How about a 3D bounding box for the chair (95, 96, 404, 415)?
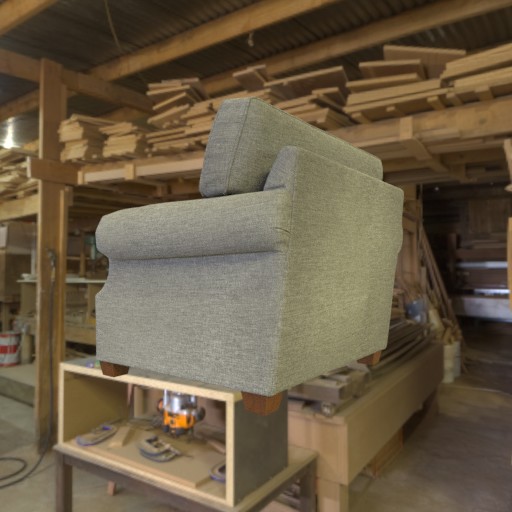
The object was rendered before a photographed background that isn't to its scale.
[{"bbox_3d":[0.000,0.000,1.880,0.965,0.961,1.092,-1,-1,37],"label":"chair"}]
